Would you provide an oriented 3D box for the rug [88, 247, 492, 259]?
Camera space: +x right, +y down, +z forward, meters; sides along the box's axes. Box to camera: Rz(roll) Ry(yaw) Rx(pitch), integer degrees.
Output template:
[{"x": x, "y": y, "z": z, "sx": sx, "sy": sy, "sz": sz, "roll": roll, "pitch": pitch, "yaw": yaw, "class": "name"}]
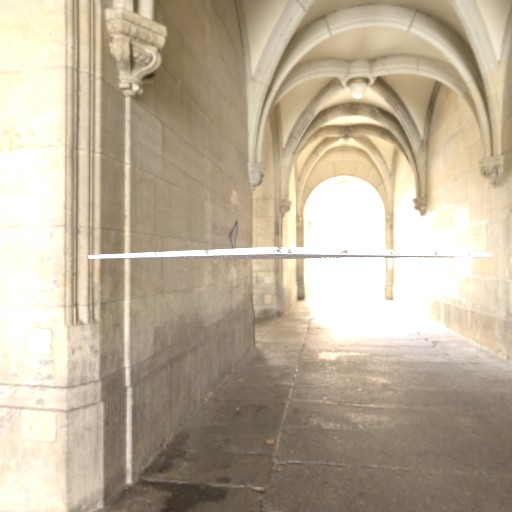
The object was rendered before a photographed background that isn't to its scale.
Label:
[{"x": 0.000, "y": 0.000, "z": 3.428, "sx": 1.778, "sy": 0.030, "sz": 2.743, "roll": 1, "pitch": -1, "yaw": -36, "class": "rug"}]
